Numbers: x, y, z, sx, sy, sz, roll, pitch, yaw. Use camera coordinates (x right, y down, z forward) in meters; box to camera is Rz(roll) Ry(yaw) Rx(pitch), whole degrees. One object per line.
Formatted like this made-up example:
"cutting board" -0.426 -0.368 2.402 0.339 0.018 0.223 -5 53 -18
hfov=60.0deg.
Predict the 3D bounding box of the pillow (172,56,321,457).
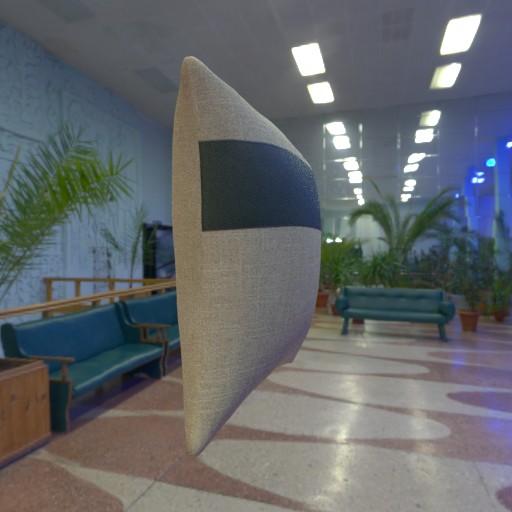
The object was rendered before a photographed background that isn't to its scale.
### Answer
"pillow" 0.000 0.000 0.629 0.173 0.399 0.414 0 1 19
